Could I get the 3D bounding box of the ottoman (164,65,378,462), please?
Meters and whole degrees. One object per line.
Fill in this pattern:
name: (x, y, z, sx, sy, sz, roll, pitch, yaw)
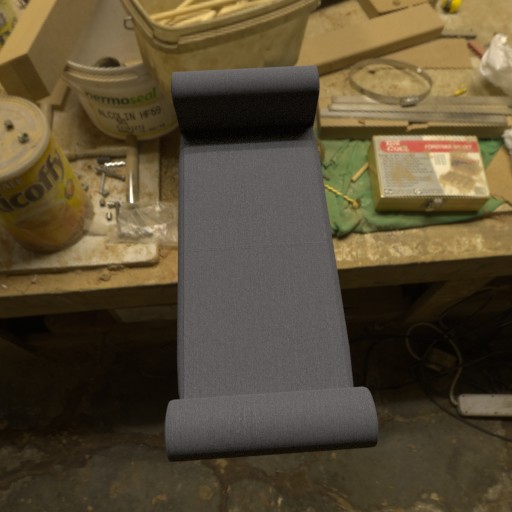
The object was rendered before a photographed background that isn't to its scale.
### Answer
ottoman: (0.000, 0.000, 1.526, 0.521, 0.547, 1.256, -3, 65, -2)
